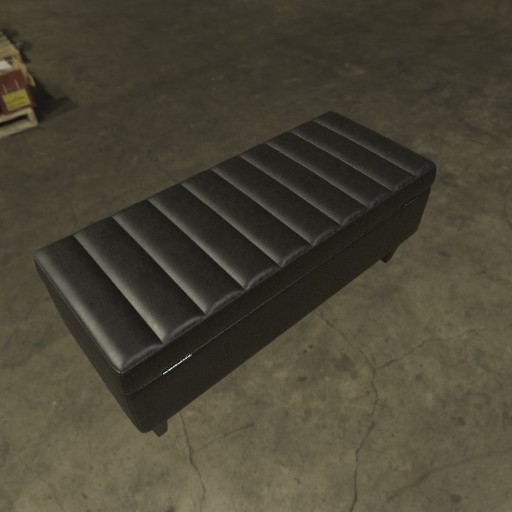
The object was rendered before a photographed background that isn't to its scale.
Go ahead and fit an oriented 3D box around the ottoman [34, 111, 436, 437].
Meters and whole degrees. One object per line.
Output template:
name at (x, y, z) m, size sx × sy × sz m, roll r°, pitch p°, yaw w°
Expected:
ottoman at (0.000, 0.000, 1.425) m, size 1.151 × 0.469 × 0.482 m, roll -32°, pitch 54°, yaw -27°
